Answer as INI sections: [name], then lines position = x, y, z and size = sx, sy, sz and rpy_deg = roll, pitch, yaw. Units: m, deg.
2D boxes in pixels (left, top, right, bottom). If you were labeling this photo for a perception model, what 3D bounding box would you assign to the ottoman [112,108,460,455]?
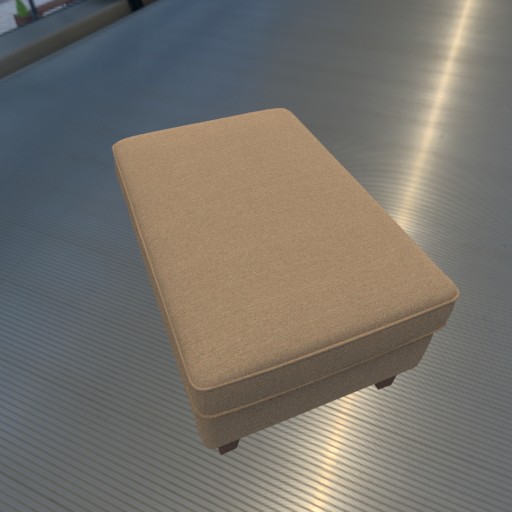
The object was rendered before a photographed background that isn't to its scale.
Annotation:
[ottoman]
position = 0.000, 0.000, 1.318
size = 0.636, 0.521, 0.945
rpy_deg = -16, 48, -15
